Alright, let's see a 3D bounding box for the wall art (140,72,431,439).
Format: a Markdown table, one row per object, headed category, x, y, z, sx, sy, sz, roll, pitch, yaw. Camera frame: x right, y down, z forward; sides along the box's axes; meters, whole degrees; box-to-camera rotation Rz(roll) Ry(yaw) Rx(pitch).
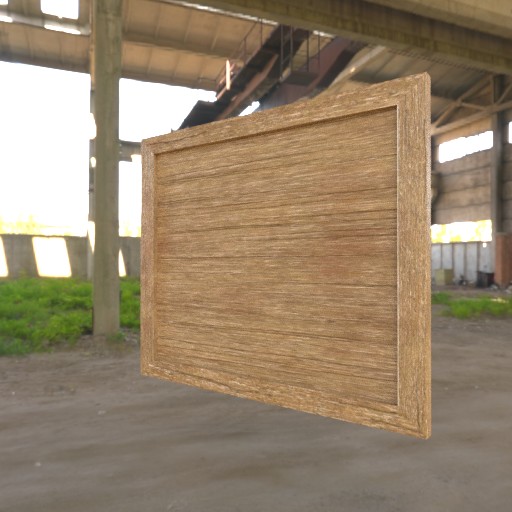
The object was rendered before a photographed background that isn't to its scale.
| category | x | y | z | sx | sy | sz | roll | pitch | yaw |
| --- | --- | --- | --- | --- | --- | --- | --- | --- | --- |
| wall art | 0.000 | 0.000 | 0.919 | 0.690 | 0.588 | 0.026 | 0 | 0 | 35 |
